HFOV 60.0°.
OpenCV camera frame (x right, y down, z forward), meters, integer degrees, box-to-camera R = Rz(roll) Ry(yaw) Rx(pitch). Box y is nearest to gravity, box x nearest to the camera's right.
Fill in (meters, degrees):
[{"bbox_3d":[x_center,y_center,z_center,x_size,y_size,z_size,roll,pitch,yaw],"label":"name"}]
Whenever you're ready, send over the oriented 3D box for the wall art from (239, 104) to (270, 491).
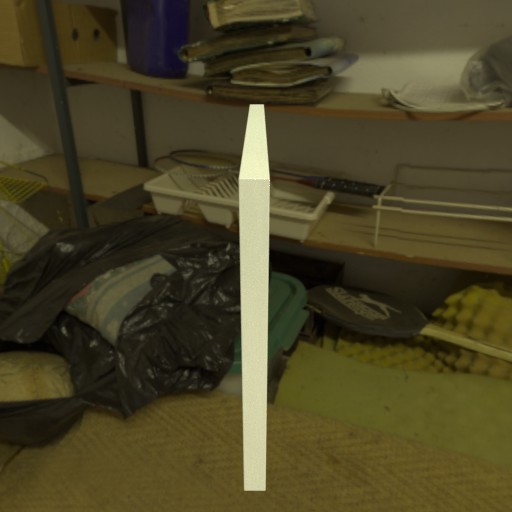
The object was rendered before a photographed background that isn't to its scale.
[{"bbox_3d":[0.000,0.000,1.395,0.053,0.787,1.041,0,25,0],"label":"wall art"}]
